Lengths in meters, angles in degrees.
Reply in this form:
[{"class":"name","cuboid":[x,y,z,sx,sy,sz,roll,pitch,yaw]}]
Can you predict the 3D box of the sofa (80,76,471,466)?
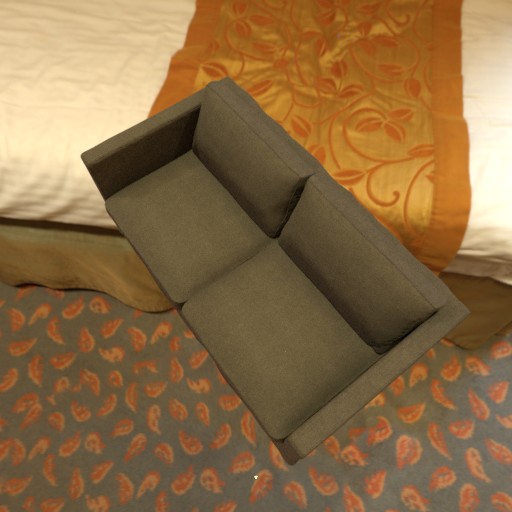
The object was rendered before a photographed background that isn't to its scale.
[{"class":"sofa","cuboid":[0.000,0.000,2.315,0.974,0.854,1.802,-34,68,-16]}]
